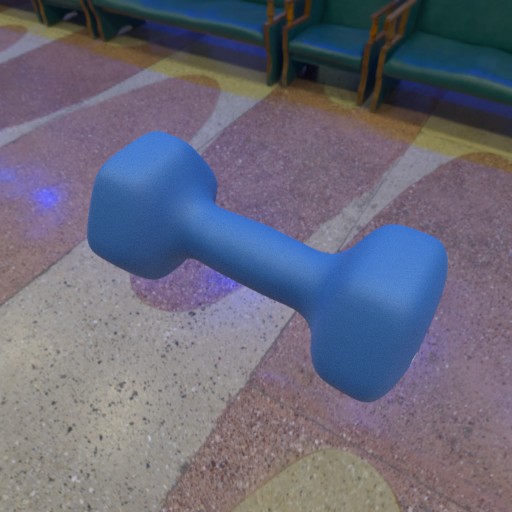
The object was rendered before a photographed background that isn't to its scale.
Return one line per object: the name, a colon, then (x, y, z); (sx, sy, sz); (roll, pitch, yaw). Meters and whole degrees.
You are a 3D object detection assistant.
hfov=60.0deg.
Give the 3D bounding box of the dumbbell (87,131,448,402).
dumbbell: (0.000, 0.000, 0.272); (0.212, 0.093, 0.103); (26, 53, 22)
